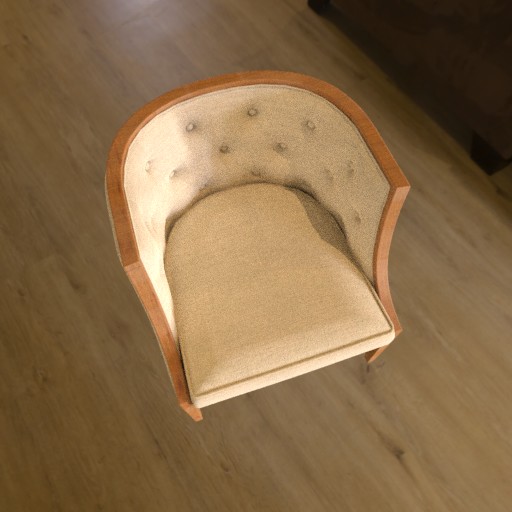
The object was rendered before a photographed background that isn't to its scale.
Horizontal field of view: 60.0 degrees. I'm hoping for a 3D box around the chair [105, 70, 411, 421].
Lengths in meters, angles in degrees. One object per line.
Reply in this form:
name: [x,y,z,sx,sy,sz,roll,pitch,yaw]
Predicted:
chair: [0.000,0.000,1.390,0.711,0.775,0.757,-16,64,-8]
